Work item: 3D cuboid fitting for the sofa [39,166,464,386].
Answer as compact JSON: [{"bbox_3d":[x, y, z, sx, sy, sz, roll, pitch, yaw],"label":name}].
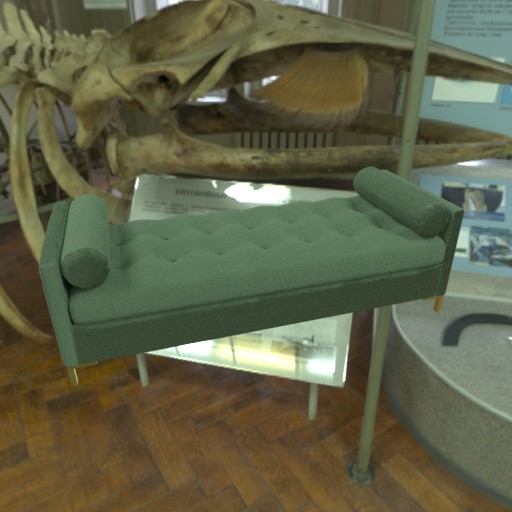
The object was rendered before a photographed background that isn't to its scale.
[{"bbox_3d":[0.000,0.000,2.509,2.102,0.705,0.796,-8,29,-15],"label":"sofa"}]
